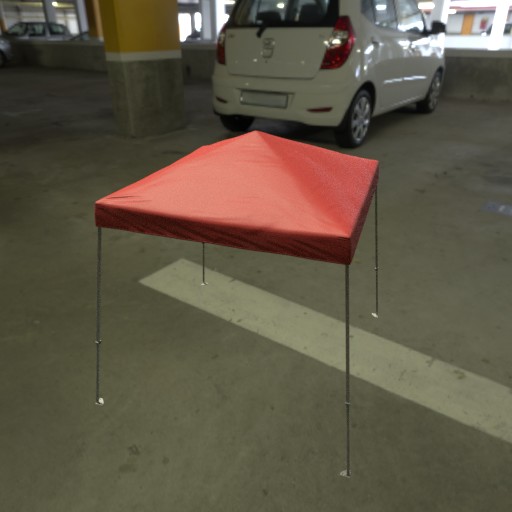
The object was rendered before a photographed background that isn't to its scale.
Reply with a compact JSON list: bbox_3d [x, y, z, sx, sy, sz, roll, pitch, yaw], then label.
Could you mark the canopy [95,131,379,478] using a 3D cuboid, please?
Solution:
[{"bbox_3d":[0.000,0.000,5.139,2.849,2.849,2.848,9,28,17],"label":"canopy"}]
